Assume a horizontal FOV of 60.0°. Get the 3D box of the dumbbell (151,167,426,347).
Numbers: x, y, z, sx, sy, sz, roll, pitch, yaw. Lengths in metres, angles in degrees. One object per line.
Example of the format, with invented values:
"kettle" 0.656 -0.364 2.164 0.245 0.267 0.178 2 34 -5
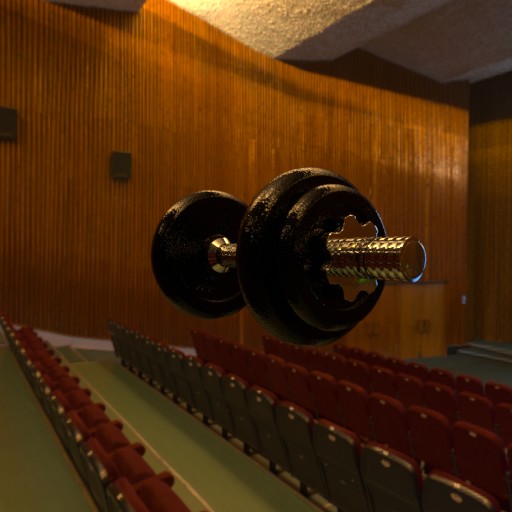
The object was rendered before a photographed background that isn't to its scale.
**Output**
"dumbbell" 0.000 0.000 0.598 0.202 0.202 0.497 -1 1 -35
